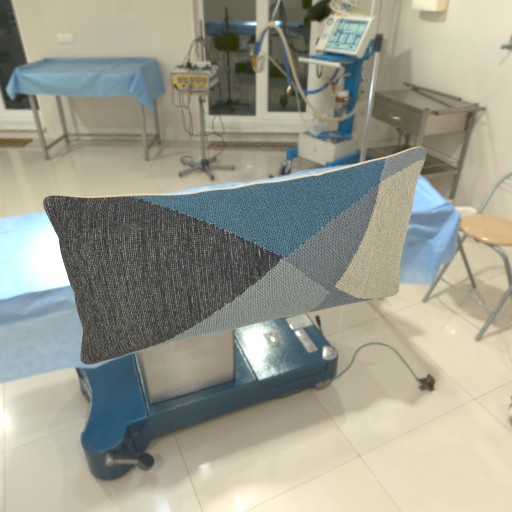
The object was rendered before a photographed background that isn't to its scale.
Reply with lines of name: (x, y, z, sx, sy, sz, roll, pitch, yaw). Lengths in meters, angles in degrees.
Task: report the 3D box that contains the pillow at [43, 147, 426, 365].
pillow: (0.000, 0.000, 0.732, 0.604, 0.307, 0.148, -10, 34, -16)
